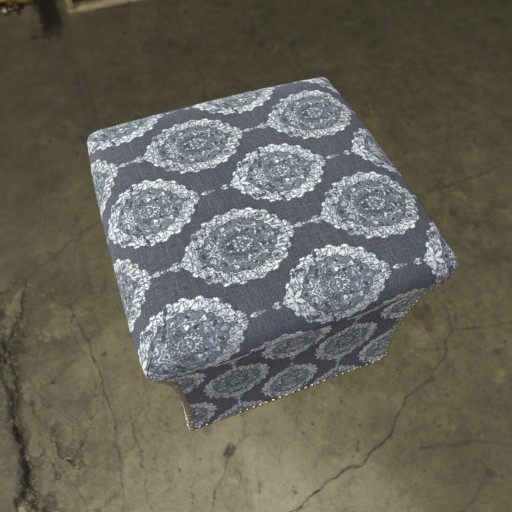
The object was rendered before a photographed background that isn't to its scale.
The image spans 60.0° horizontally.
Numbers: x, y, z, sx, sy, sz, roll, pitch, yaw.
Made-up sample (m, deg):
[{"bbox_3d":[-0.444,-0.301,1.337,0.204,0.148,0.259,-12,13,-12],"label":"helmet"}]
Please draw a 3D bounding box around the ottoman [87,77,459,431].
[{"bbox_3d":[0.000,0.000,0.907,0.507,0.475,0.497,-17,60,-10],"label":"ottoman"}]
